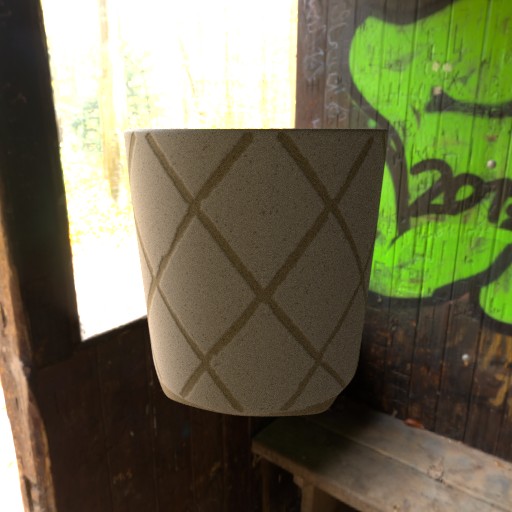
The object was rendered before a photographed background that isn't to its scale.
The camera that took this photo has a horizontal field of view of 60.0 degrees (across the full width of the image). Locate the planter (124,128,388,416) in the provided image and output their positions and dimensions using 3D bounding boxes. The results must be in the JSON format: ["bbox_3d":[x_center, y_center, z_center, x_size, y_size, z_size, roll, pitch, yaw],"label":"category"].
[{"bbox_3d":[0.000,0.000,0.427,0.228,0.235,0.228,0,16,0],"label":"planter"}]
